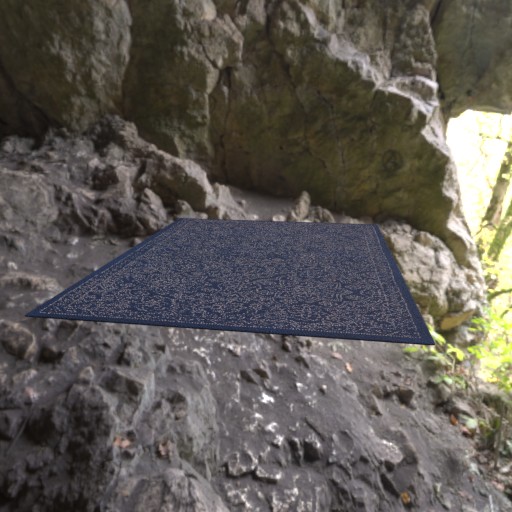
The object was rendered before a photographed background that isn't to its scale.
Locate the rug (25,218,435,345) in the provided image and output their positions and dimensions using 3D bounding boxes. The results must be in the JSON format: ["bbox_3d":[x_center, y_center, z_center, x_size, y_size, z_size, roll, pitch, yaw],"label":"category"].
[{"bbox_3d":[0.000,0.000,4.004,2.438,0.010,3.048,3,17,9],"label":"rug"}]
